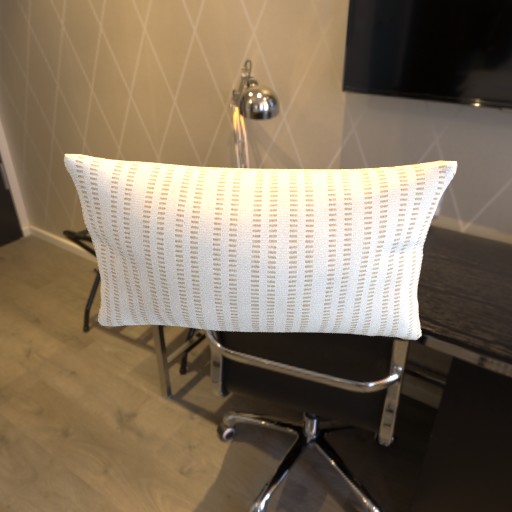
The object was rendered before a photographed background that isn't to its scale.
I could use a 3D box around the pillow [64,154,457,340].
[{"bbox_3d":[0.000,0.000,0.785,0.640,0.353,0.210,2,29,3],"label":"pillow"}]
